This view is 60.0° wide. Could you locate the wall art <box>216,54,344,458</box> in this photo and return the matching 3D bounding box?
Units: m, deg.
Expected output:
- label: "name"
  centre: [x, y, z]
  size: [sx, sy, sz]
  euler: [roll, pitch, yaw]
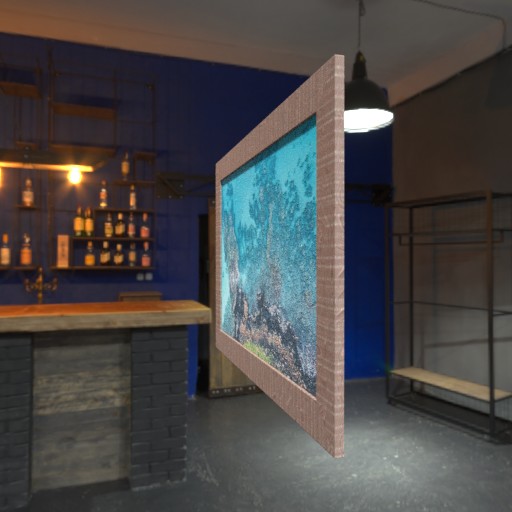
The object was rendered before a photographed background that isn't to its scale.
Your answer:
- label: "wall art"
  centre: [0.000, 0.000, 1.339]
  size: [0.020, 0.761, 1.056]
  euler: [0, 0, -17]
